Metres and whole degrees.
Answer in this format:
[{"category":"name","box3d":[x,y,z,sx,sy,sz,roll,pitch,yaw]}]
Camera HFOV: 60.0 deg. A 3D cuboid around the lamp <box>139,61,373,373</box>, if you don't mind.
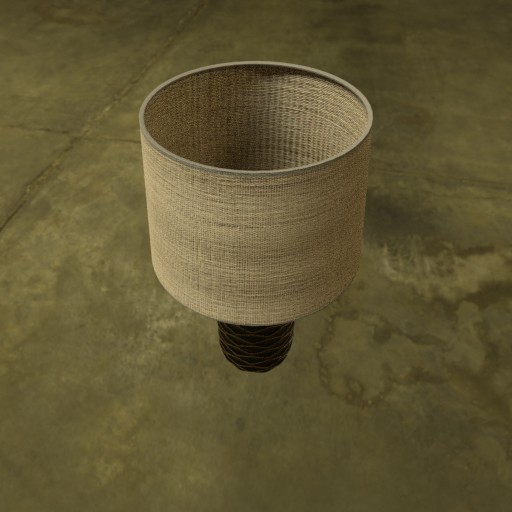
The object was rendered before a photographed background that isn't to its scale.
[{"category":"lamp","box3d":[0.000,0.000,0.834,0.376,0.594,0.376,0,45,0]}]
